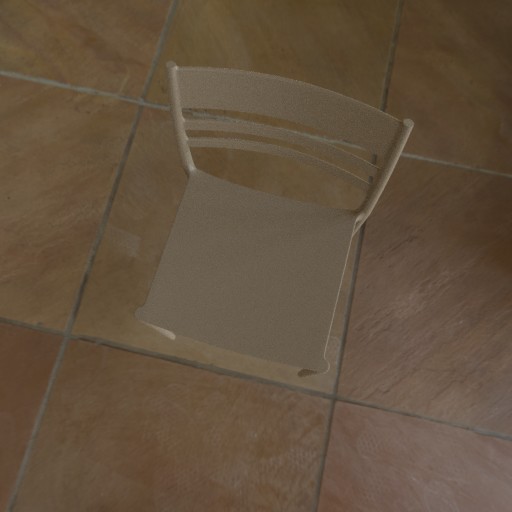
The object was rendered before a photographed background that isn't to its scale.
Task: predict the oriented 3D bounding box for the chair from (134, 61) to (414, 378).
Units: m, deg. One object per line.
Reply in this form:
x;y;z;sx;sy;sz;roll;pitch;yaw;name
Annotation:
0.000;0.000;1.143;0.531;0.800;0.511;15;76;4;chair
